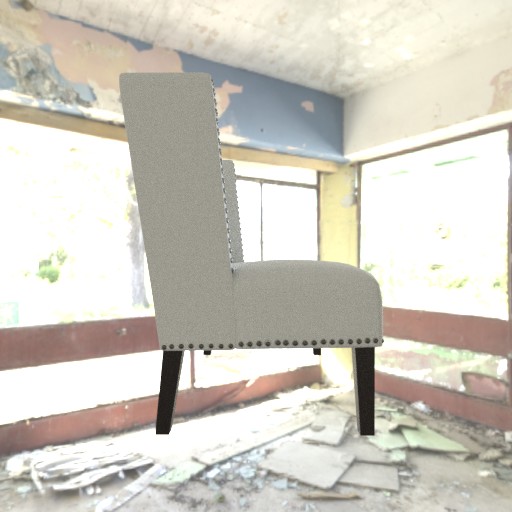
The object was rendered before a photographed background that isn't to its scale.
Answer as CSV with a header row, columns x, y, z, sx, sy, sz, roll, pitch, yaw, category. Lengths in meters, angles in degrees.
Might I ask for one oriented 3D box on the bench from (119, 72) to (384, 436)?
x,y,z,sx,sy,sz,roll,pitch,yaw,category
0.000,0.000,1.983,0.847,1.123,1.280,0,-1,0,bench
